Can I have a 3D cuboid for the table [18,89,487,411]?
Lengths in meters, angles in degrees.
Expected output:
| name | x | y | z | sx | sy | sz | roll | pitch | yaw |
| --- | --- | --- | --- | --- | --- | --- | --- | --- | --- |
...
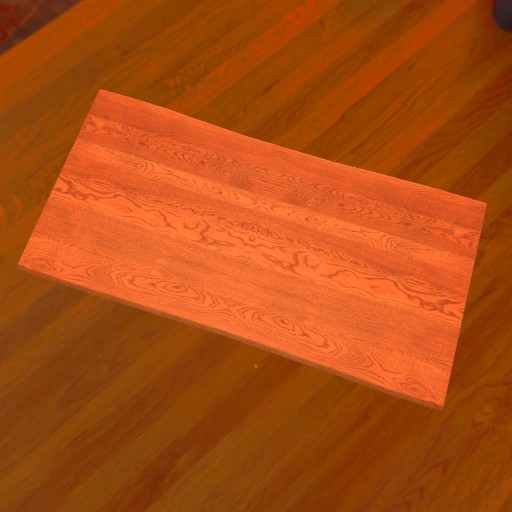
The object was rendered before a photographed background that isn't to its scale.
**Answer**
| name | x | y | z | sx | sy | sz | roll | pitch | yaw |
| --- | --- | --- | --- | --- | --- | --- | --- | --- | --- |
| table | 0.000 | 0.000 | 2.221 | 1.800 | 0.770 | 0.900 | 18 | 77 | 4 |
